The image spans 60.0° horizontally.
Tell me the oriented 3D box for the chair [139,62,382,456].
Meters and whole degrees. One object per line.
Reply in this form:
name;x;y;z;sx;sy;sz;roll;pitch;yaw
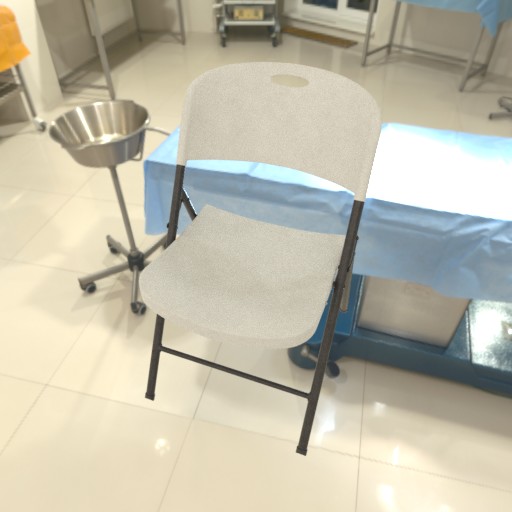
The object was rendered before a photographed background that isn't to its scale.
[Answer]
chair;0.000;0.000;1.166;0.494;0.810;0.566;14;44;15
